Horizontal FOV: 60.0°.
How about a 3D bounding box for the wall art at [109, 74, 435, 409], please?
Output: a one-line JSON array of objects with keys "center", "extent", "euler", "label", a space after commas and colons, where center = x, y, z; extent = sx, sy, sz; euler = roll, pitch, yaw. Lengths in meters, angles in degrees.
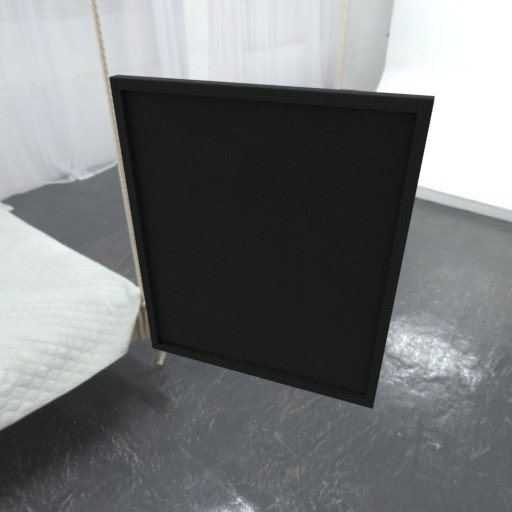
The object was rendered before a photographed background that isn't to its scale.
[{"center": [0.000, 0.000, 0.696], "extent": [0.432, 0.508, 0.021], "euler": [11, 33, 17], "label": "wall art"}]
